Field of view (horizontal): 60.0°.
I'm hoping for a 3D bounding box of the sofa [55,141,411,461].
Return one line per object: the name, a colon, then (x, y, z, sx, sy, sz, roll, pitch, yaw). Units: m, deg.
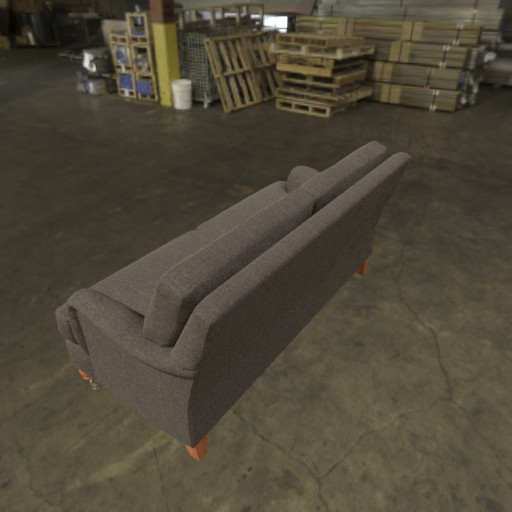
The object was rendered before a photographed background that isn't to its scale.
sofa: (0.000, 0.000, 2.723, 1.087, 1.054, 2.160, 20, 37, 29)
